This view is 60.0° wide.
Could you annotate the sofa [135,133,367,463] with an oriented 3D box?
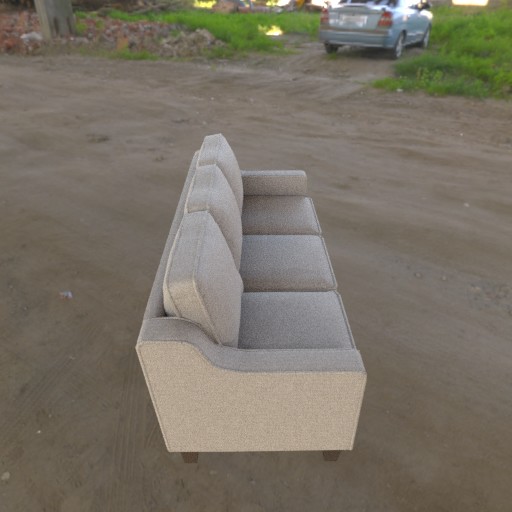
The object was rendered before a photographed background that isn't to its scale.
[{"bbox_3d":[0.000,0.000,2.639,0.899,0.950,2.129,0,32,-1],"label":"sofa"}]
